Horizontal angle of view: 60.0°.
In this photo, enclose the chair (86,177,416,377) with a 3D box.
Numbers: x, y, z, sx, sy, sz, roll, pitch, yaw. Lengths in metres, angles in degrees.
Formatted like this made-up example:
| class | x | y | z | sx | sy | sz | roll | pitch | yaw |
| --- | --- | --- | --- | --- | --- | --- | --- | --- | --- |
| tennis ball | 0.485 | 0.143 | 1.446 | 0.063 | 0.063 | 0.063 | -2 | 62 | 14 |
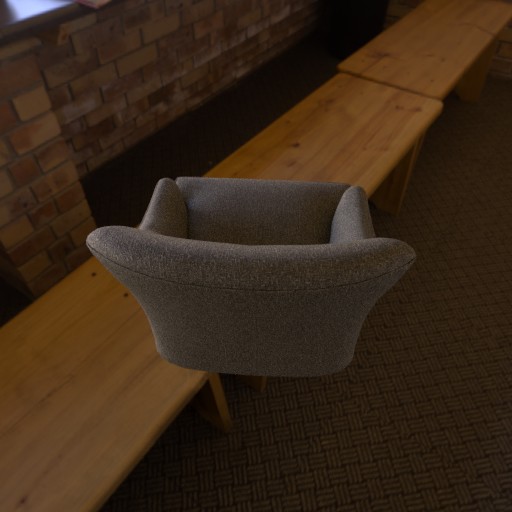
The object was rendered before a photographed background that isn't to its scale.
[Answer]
| class | x | y | z | sx | sy | sz | roll | pitch | yaw |
| --- | --- | --- | --- | --- | --- | --- | --- | --- | --- |
| chair | 0.000 | 0.000 | 1.629 | 0.864 | 0.856 | 0.923 | 3 | 47 | 3 |
